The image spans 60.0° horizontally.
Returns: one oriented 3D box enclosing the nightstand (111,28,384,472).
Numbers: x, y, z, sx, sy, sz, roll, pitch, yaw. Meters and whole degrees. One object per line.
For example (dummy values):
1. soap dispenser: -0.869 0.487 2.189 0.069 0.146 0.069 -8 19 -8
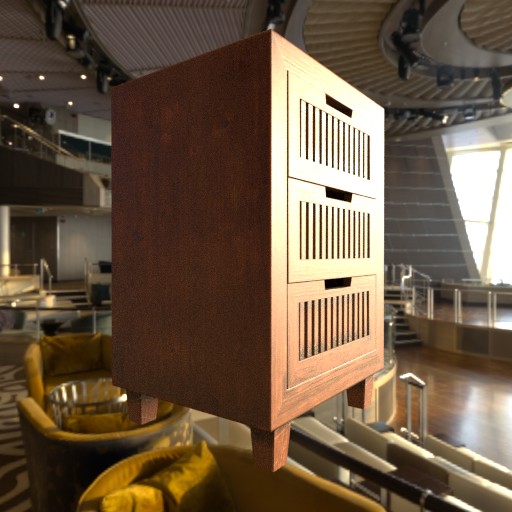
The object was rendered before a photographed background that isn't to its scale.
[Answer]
1. nightstand: 0.000 0.000 0.982 0.410 0.695 0.465 0 0 37
